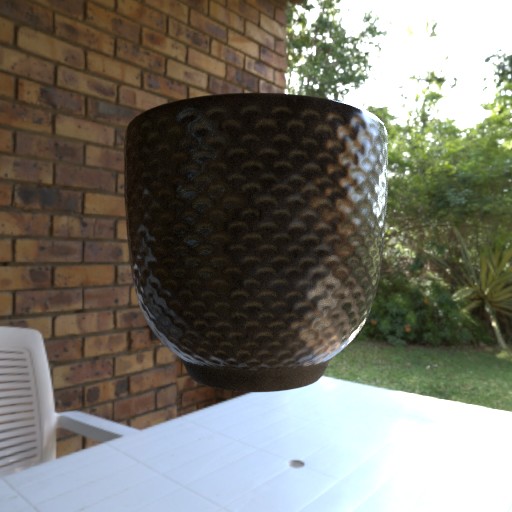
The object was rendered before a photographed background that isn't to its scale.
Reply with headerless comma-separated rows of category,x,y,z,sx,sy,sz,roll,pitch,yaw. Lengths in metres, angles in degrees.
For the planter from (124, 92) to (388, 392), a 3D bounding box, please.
planter,0.000,0.000,0.301,0.172,0.160,0.172,0,-1,0
